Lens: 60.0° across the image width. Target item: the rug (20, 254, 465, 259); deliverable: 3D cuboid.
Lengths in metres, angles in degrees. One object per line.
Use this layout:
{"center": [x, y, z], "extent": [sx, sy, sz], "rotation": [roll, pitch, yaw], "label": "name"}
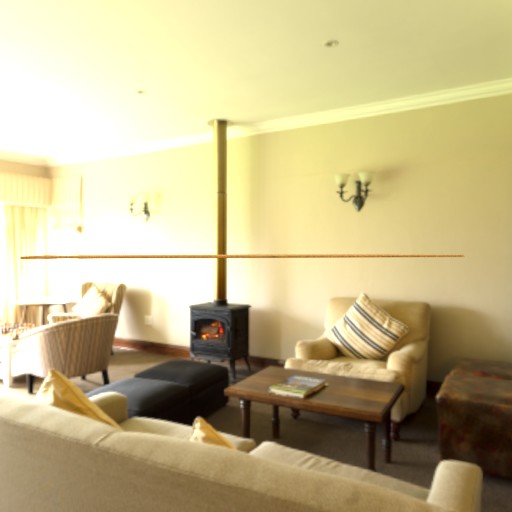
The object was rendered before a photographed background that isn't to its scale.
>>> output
{"center": [0.000, 0.000, 2.709], "extent": [2.452, 0.012, 0.775], "rotation": [0, 1, -18], "label": "rug"}
